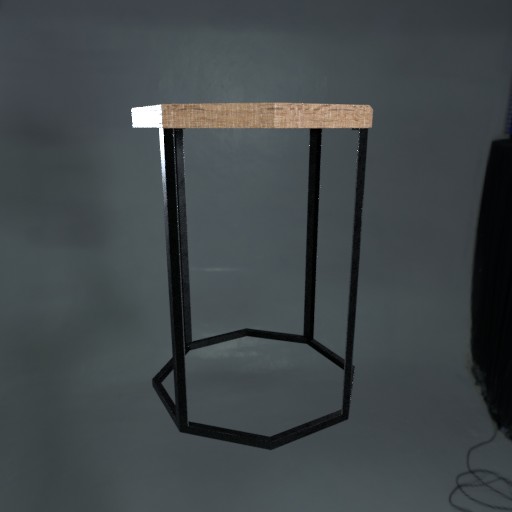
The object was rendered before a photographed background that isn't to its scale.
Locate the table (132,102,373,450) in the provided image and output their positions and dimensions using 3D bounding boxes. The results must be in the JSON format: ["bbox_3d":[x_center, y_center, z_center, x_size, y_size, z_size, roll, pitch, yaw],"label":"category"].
[{"bbox_3d":[0.000,0.000,0.876,0.437,0.553,0.437,-2,17,-6],"label":"table"}]
